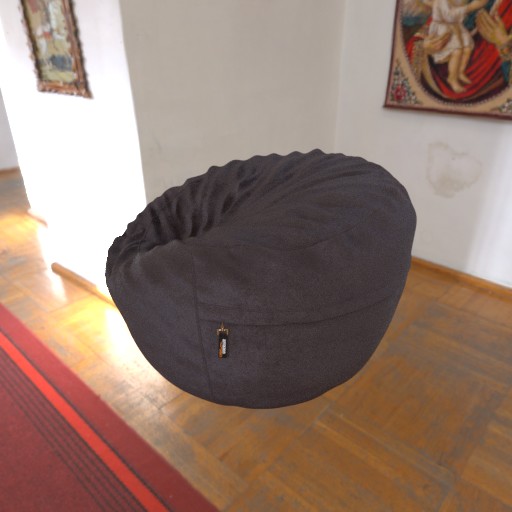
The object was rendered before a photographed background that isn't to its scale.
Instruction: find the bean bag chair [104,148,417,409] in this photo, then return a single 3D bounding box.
[{"bbox_3d":[0.000,0.000,1.964,1.245,0.821,1.245,0,28,0],"label":"bean bag chair"}]
